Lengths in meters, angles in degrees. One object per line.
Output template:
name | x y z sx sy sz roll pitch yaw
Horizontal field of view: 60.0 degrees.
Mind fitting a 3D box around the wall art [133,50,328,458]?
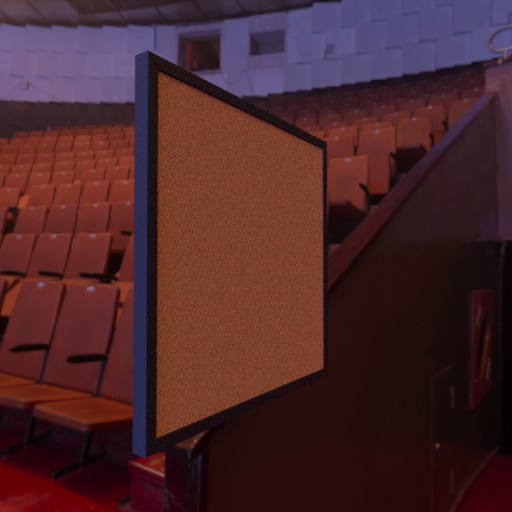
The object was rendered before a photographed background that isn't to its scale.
wall art | 0.000 0.000 1.149 0.037 0.763 0.763 -1 -2 35
